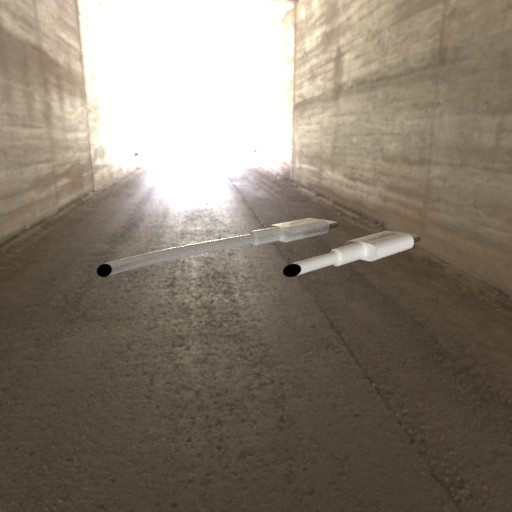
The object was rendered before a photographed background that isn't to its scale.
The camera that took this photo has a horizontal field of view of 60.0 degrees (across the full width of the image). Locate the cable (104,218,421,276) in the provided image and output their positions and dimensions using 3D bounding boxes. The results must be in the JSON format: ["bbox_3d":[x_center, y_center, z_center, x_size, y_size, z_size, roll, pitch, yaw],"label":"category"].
[{"bbox_3d":[0.000,0.000,0.112,0.098,0.005,0.041,-14,20,-41],"label":"cable"}]
